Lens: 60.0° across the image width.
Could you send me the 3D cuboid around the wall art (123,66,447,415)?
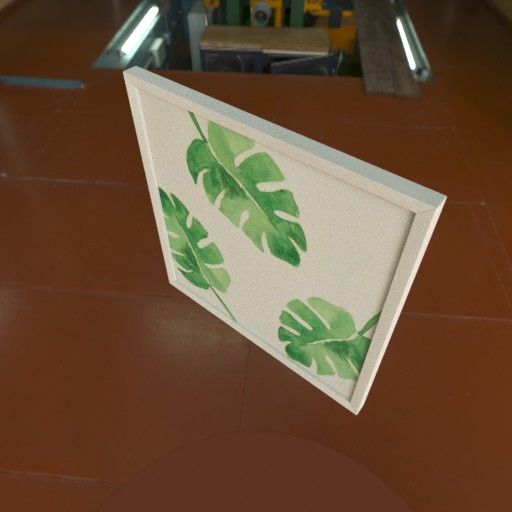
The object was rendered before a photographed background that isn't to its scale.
[{"bbox_3d":[0.000,0.000,1.144,0.762,0.762,0.040,31,54,26],"label":"wall art"}]
